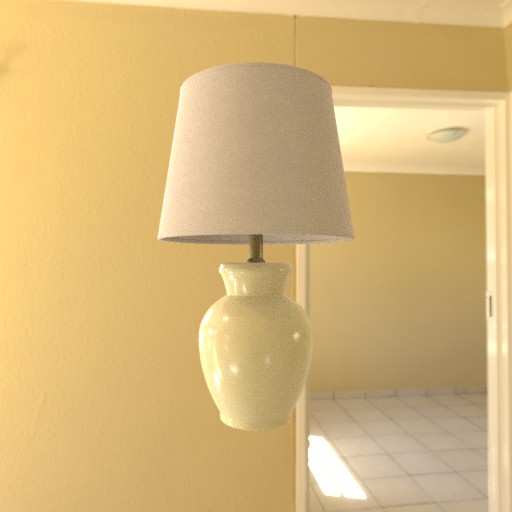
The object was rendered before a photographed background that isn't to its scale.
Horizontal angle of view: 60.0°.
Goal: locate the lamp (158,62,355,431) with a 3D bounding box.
[{"bbox_3d":[0.000,0.000,0.550,0.239,0.399,0.239,0,-1,0],"label":"lamp"}]
